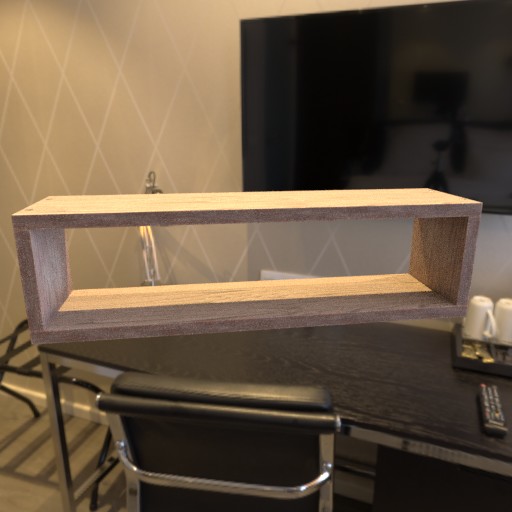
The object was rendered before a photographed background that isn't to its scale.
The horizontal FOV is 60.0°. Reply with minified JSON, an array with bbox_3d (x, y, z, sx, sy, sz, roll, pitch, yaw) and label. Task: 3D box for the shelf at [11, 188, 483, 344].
[{"bbox_3d":[0.000,0.000,0.663,0.610,0.170,0.150,-2,16,-8],"label":"shelf"}]
